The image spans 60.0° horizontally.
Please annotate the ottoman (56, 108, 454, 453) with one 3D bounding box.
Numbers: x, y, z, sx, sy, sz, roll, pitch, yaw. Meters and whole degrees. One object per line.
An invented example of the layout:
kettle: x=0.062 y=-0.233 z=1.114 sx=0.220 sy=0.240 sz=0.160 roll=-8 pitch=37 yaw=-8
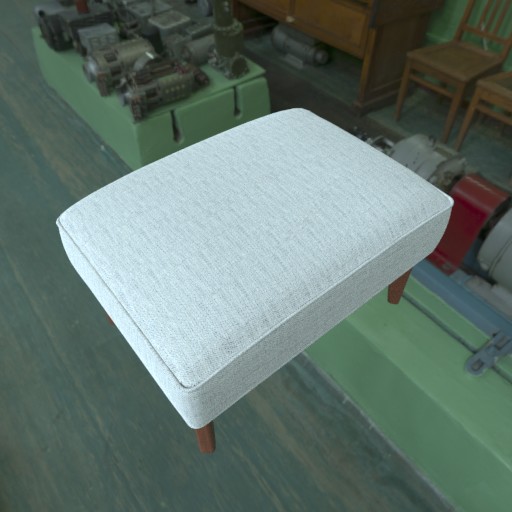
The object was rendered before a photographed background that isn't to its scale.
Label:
ottoman: x=0.000 y=0.000 z=1.165 sx=0.794 sy=0.465 sz=0.594 roll=-31 pitch=55 yaw=-25
